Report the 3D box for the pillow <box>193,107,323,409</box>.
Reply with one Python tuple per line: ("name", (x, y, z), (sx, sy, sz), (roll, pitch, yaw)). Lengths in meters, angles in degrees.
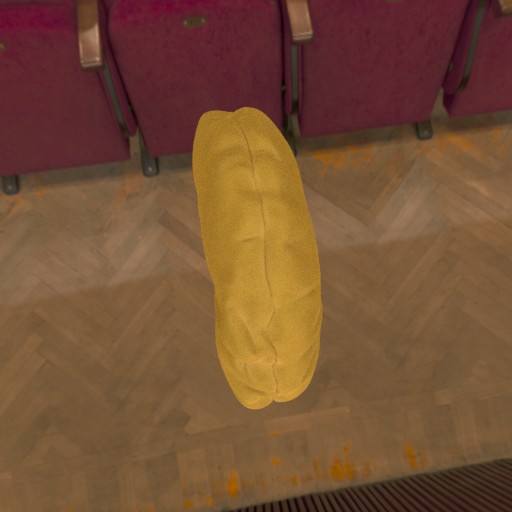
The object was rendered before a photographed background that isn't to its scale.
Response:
("pillow", (0.000, 0.000, 0.655), (0.148, 0.407, 0.428), (-8, 76, -2))
